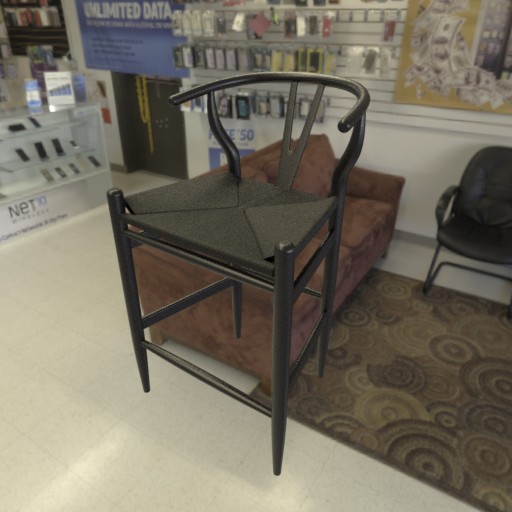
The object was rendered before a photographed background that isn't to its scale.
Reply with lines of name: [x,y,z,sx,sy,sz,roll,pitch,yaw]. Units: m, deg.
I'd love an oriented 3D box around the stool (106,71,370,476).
stool: [0.000,0.000,1.327,0.569,0.970,0.579,19,34,30]
